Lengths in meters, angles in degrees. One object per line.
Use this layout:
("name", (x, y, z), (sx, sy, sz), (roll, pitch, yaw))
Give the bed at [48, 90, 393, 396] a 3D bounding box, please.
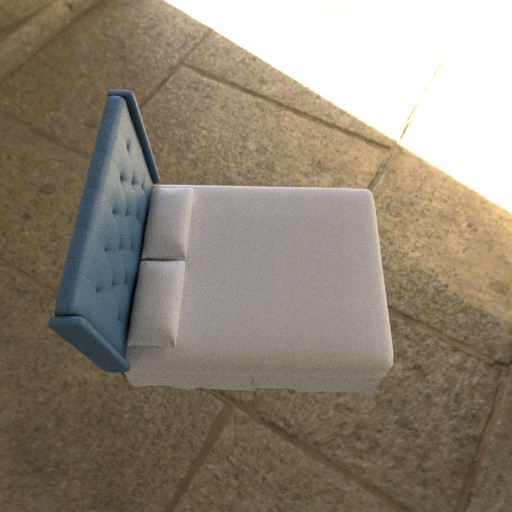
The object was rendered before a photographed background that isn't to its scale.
("bed", (0.000, 0.000, 3.346), (2.078, 1.665, 1.719), (1, 62, 1))
